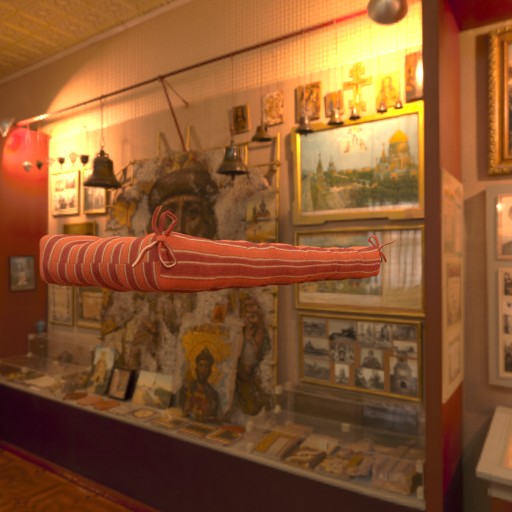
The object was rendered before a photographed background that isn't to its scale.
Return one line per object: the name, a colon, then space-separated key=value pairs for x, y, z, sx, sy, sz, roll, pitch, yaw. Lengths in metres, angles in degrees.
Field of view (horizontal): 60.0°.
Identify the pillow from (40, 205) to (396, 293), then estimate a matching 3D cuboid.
pillow: x=0.000 y=0.000 z=1.362 sx=0.511 sy=0.174 sz=1.194 roll=-1 pitch=-1 yaw=36
